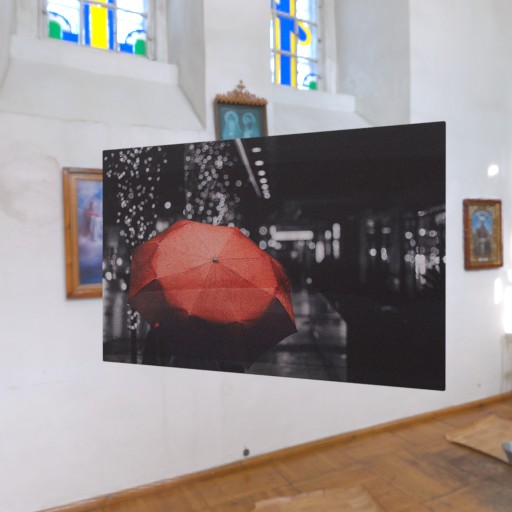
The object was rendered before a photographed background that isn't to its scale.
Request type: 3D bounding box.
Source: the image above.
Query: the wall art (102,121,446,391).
[{"bbox_3d":[0.000,0.000,0.774,0.609,0.406,0.037,0,0,18],"label":"wall art"}]
